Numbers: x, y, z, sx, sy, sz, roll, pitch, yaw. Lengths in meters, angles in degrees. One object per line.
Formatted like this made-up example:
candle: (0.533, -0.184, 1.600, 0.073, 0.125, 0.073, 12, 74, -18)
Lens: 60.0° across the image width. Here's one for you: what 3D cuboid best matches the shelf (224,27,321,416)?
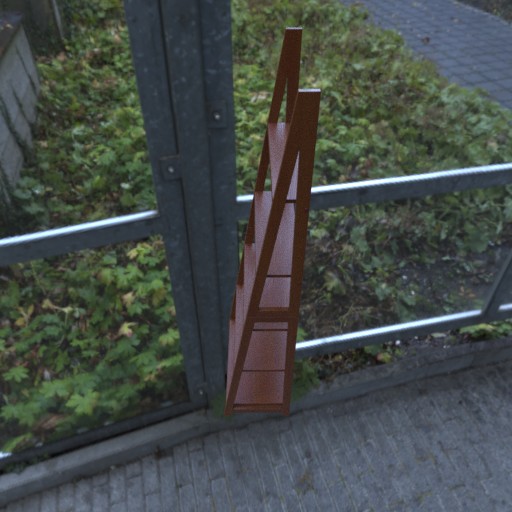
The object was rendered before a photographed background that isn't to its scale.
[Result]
shelf: (0.000, 0.000, 2.052, 0.356, 1.780, 0.630, 0, 42, 0)
